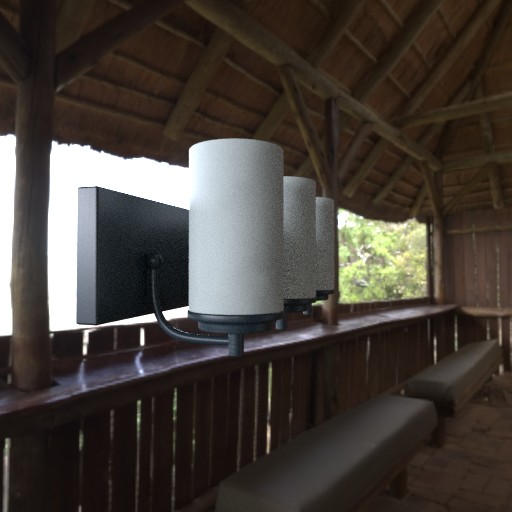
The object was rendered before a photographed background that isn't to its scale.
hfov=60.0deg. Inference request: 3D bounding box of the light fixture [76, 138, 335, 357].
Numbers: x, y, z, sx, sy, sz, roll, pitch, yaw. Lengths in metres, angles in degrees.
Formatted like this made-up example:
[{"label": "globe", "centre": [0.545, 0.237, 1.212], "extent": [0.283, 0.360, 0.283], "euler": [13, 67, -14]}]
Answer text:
[{"label": "light fixture", "centre": [0.000, 0.000, 0.530], "extent": [0.145, 0.172, 0.451], "euler": [0, -1, 18]}]
